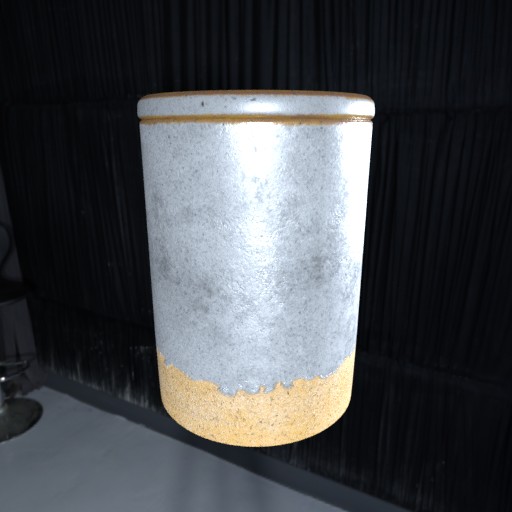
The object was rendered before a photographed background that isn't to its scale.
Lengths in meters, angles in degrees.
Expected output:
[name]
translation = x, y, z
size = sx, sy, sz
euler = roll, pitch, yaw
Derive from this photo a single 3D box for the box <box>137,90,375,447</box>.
[box]
translation = 0.000, 0.000, 0.249
size = 0.118, 0.168, 0.118
euler = 0, 16, 0
